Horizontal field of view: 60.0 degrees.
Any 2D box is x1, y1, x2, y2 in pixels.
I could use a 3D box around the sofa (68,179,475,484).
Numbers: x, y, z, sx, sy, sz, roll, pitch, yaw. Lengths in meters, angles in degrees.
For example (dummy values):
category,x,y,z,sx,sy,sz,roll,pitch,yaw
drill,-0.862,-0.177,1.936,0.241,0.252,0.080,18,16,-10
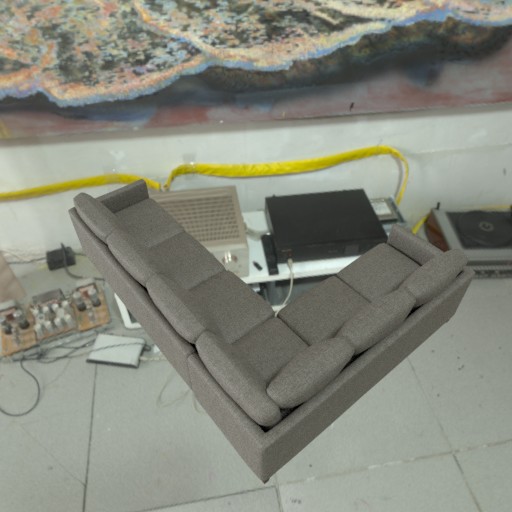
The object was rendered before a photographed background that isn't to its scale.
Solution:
category,x,y,z,sx,sy,sz,roll,pitch,yaw
sofa,0.000,0.000,4.545,2.593,0.947,3.302,-30,52,-27
